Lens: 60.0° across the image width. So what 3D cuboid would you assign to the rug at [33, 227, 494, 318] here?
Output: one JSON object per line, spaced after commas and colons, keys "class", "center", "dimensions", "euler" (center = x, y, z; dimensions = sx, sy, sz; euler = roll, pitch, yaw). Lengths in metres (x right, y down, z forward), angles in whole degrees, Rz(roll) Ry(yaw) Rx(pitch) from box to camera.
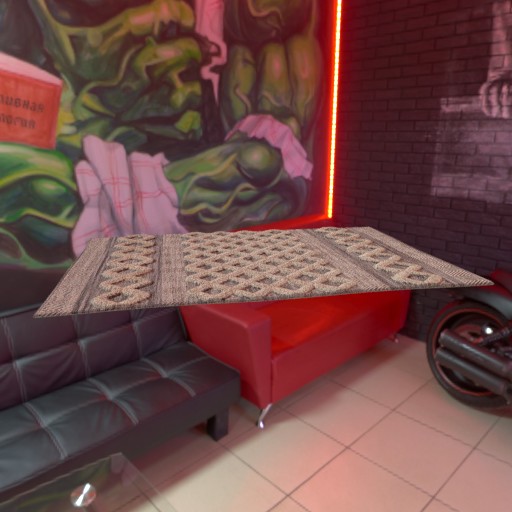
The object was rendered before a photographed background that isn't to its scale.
{"class": "rug", "center": [0.000, 0.000, 2.288], "dimensions": [1.823, 0.030, 1.222], "euler": [-3, 16, -11]}
